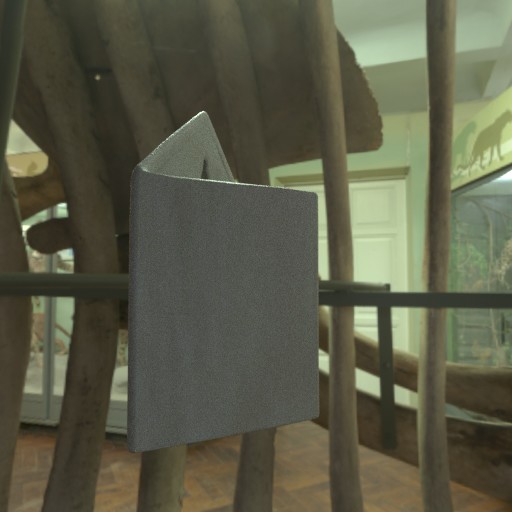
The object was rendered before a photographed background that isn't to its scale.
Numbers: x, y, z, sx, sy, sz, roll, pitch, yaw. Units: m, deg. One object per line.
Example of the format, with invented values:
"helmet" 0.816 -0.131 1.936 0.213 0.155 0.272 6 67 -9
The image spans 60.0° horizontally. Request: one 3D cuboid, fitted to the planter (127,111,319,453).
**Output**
"planter" 0.000 0.000 0.281 0.080 0.194 0.163 -1 -2 19
